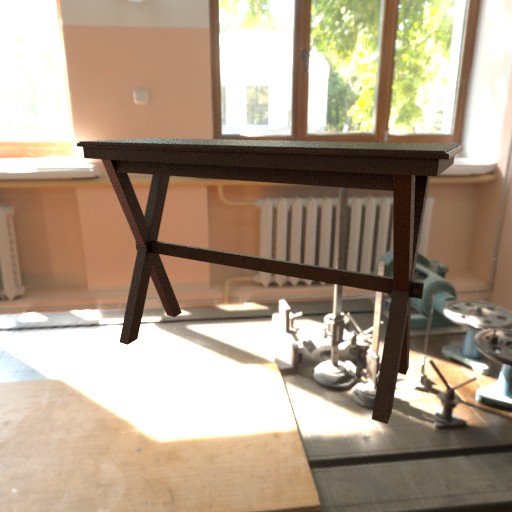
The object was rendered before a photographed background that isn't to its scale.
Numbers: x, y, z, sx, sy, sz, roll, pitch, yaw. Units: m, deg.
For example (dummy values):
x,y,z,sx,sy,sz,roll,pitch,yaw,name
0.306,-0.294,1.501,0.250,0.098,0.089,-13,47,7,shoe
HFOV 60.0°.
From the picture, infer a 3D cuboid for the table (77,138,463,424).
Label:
x,y,z,sx,sy,sz,roll,pitch,yaw,name
0.000,0.000,1.539,1.197,0.763,0.399,9,19,27,table
